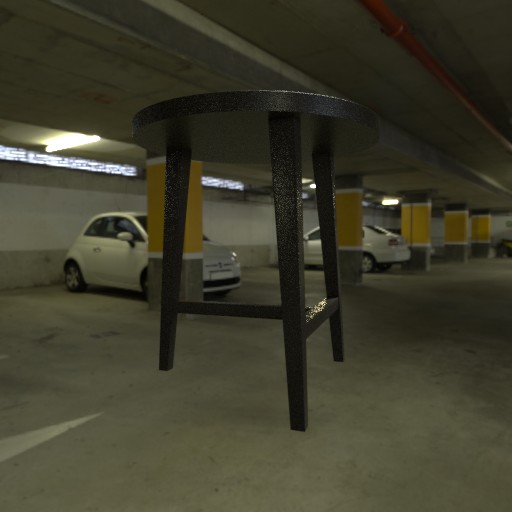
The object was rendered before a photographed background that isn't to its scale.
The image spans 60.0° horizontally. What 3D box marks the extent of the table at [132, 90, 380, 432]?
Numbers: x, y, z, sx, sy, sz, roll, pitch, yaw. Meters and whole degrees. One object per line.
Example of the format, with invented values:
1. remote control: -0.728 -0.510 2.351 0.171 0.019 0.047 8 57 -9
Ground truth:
1. table: 0.000 0.000 0.940 0.500 0.531 0.500 0 2 0
